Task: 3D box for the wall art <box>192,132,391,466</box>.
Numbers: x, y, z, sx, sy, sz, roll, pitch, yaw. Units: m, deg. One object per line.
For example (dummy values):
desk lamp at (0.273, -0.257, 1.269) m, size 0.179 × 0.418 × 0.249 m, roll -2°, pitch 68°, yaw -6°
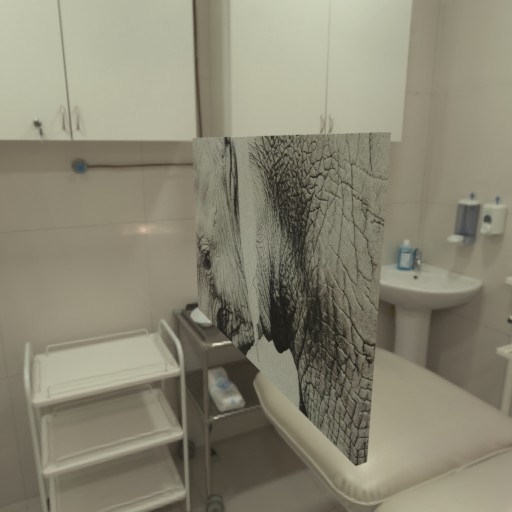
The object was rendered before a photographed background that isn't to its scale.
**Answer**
wall art at (0.000, 0.000, 1.454) m, size 0.035 × 0.758 × 1.141 m, roll -7°, pitch 16°, yaw -25°
